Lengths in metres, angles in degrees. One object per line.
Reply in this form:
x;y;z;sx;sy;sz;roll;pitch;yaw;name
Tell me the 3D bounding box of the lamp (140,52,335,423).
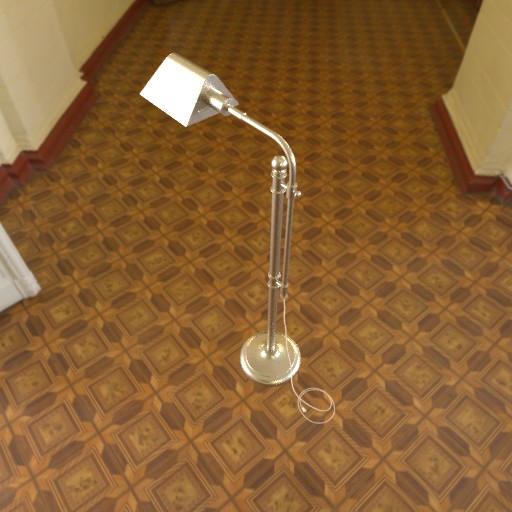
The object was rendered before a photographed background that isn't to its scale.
0.000;0.000;0.945;0.159;0.708;0.546;-32;55;-26;lamp
